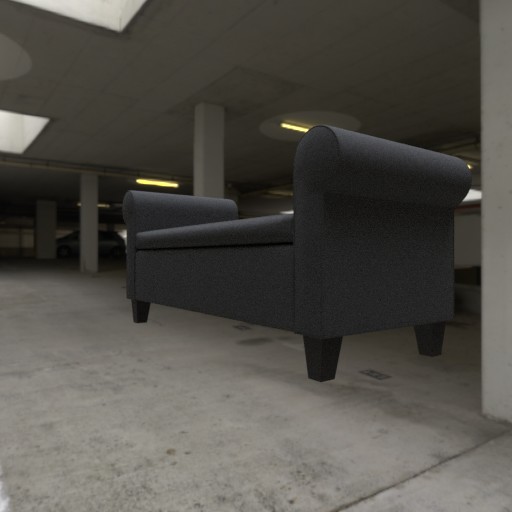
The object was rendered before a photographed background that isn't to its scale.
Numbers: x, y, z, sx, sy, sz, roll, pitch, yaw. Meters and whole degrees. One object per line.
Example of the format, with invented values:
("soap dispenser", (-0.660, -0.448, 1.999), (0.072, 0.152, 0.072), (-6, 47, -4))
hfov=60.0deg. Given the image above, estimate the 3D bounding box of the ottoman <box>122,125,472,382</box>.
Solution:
("ottoman", (0.000, 0.000, 1.531), (0.521, 0.547, 1.256), (0, 0, -36))
